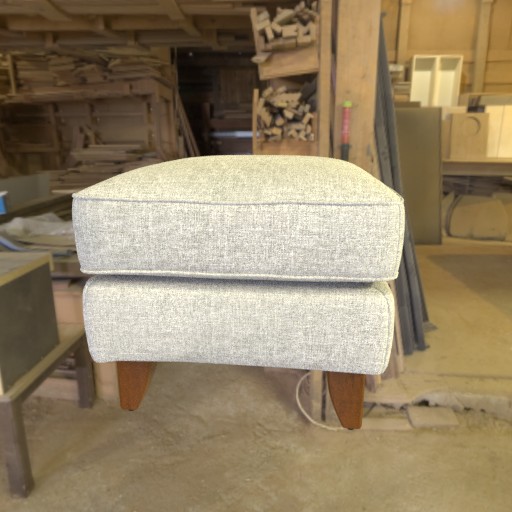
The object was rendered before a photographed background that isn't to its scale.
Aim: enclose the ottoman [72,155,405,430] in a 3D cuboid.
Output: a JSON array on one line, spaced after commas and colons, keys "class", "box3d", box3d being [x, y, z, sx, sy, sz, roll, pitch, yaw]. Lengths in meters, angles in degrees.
[{"class": "ottoman", "box3d": [0.000, 0.000, 1.278, 0.661, 0.561, 0.889, 2, 15, 6]}]
